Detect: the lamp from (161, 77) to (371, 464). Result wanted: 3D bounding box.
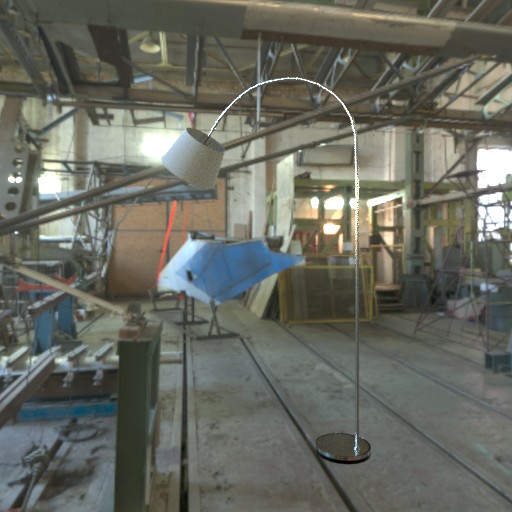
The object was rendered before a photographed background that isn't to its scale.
[{"bbox_3d":[0.000,0.000,2.712,1.445,2.098,0.406,0,1,35],"label":"lamp"}]
